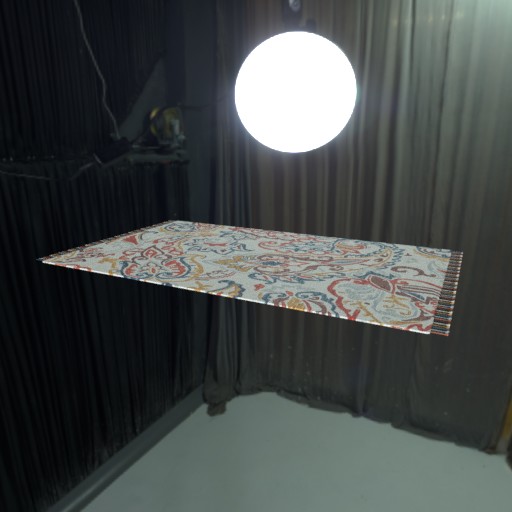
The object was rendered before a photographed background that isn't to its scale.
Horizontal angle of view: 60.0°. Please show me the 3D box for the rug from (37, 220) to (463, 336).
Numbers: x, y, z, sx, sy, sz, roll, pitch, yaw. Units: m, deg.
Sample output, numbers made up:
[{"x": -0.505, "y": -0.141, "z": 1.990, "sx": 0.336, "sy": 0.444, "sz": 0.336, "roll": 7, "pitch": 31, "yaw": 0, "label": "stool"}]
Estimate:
[{"x": 0.000, "y": 0.000, "z": 3.097, "sx": 2.584, "sy": 0.010, "sz": 1.523, "roll": 8, "pitch": 18, "yaw": 25, "label": "rug"}]
